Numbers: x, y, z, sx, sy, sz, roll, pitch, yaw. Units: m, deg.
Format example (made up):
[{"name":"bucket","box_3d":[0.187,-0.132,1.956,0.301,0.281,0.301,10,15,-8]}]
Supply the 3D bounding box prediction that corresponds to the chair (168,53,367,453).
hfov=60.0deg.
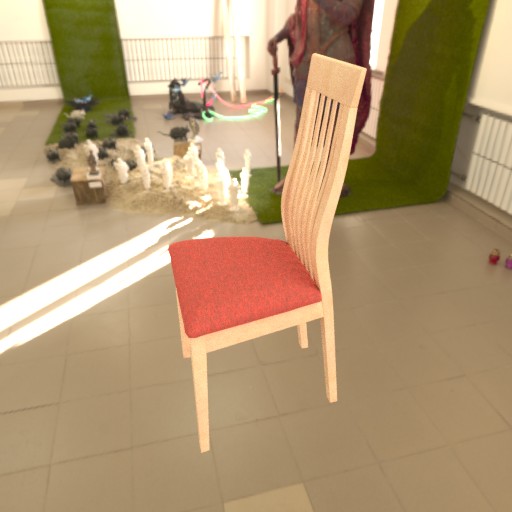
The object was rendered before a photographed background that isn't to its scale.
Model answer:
[{"name":"chair","box_3d":[0.000,0.000,1.276,0.474,1.027,0.460,-8,32,-13]}]
